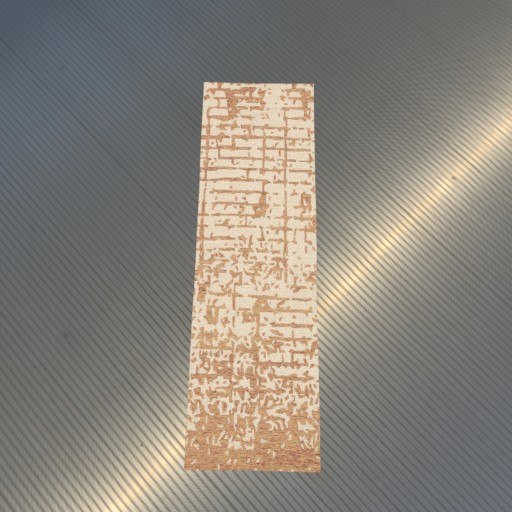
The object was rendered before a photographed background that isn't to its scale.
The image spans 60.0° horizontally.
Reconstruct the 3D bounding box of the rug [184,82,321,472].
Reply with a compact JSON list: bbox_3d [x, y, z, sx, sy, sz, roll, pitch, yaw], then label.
[{"bbox_3d":[0.000,0.000,2.728,0.750,0.011,2.435,1,76,0],"label":"rug"}]
